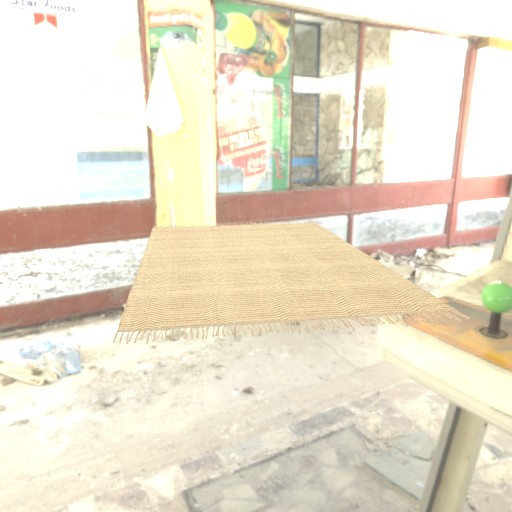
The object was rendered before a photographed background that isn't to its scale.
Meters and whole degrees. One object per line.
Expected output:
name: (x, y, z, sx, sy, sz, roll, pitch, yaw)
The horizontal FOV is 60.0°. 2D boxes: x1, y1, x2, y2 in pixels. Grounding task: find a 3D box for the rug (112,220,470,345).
rug: (0.000, 0.000, 2.424, 1.224, 0.027, 2.021, -2, 15, -9)
